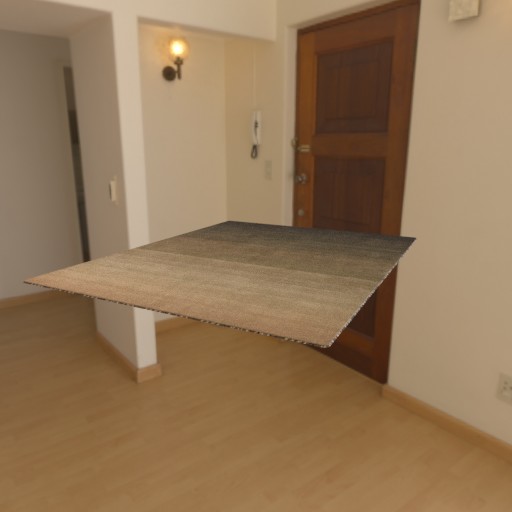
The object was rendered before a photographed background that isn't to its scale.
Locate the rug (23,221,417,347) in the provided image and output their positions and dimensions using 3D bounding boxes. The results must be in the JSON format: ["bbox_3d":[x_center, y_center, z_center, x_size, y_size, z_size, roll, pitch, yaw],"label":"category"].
[{"bbox_3d":[0.000,0.000,3.918,2.306,0.017,2.902,7,16,27],"label":"rug"}]
